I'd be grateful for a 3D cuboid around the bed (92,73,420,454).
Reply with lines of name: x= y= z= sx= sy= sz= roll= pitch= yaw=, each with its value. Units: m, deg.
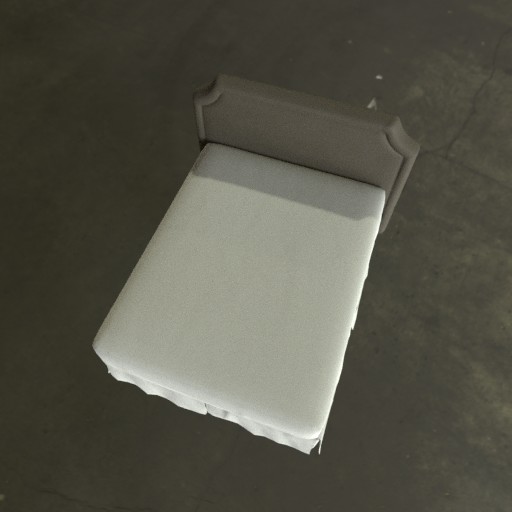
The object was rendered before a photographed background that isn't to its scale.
bed: x=0.000 y=0.000 z=3.285 sx=1.831 sy=1.297 sz=2.181 roll=17 pitch=61 yaw=10
